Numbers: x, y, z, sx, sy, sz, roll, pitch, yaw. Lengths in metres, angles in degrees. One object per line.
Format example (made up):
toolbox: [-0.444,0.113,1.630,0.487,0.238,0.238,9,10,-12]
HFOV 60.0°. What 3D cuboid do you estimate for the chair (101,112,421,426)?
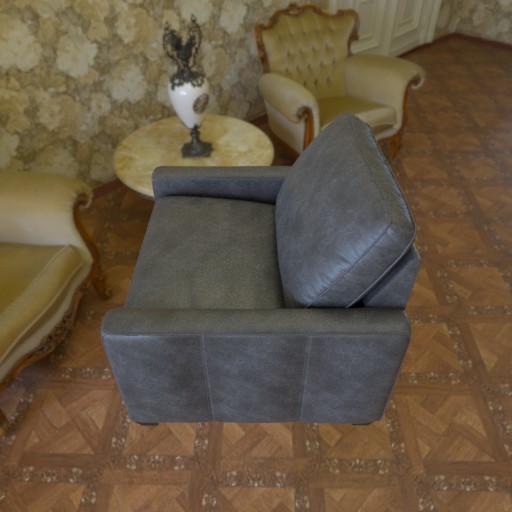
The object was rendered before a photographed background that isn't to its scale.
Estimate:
chair: [0.000,0.000,1.744,0.939,0.916,1.006,0,41,0]
